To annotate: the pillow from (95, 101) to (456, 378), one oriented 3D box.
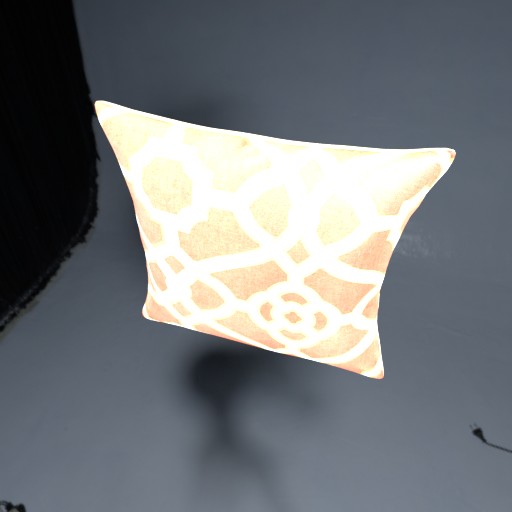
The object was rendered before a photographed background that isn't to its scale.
[{"bbox_3d":[0.000,0.000,0.811,0.552,0.508,0.166,12,42,14],"label":"pillow"}]
